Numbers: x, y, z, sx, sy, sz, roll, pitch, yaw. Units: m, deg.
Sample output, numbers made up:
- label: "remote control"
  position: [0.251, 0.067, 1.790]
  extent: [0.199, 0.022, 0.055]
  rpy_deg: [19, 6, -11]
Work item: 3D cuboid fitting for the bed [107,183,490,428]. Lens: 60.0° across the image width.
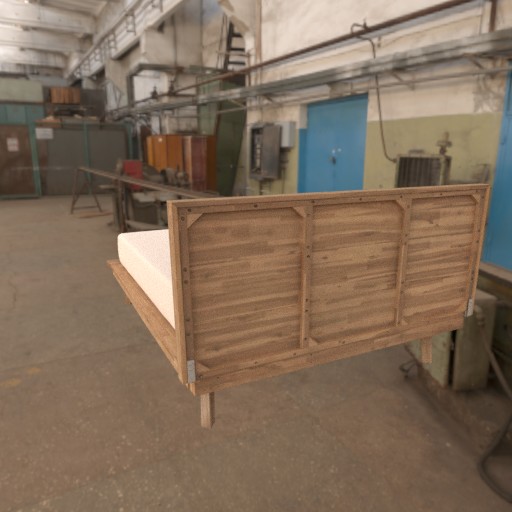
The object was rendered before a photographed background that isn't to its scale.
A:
- label: "bed"
  position: [0.000, 0.000, 3.056]
  extent: [1.759, 1.071, 2.145]
  rpy_deg: [-7, 15, -26]
